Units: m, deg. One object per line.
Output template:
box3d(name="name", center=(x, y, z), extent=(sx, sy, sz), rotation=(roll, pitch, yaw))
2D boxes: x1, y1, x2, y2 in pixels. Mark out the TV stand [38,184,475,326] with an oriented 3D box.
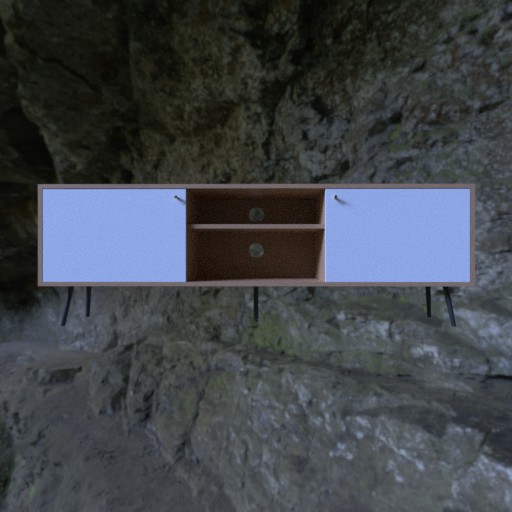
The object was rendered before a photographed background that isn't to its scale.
box3d(name="TV stand", center=(0.000, 0.000, 1.955), extent=(1.760, 0.580, 0.400), rotation=(0, 0, 0))
